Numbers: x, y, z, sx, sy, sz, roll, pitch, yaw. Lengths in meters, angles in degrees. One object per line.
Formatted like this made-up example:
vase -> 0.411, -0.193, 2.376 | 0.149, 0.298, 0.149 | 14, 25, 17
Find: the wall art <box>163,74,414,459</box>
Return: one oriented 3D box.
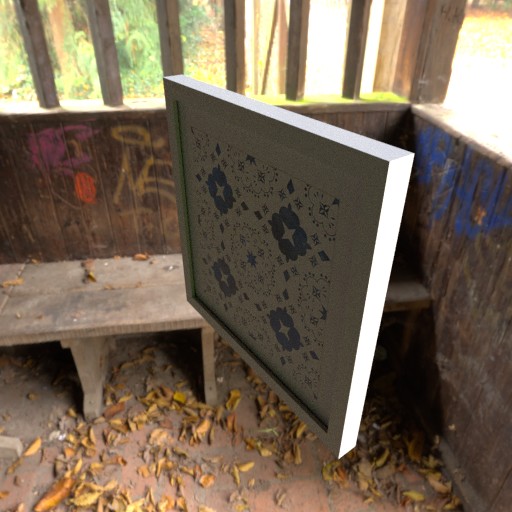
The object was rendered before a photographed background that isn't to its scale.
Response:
wall art -> 0.000, 0.000, 0.534 | 0.027, 0.355, 0.355 | -22, 39, -30
